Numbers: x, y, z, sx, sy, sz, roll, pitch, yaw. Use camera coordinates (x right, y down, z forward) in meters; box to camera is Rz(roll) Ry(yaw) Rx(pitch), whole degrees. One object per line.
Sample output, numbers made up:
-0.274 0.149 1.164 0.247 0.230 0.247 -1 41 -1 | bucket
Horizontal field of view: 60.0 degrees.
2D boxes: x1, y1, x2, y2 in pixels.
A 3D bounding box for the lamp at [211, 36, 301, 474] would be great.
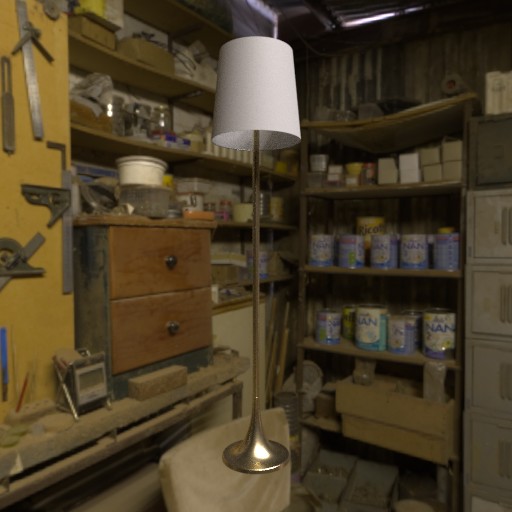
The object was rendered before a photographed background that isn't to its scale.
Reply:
0.000 0.000 1.683 0.337 1.543 0.337 0 1 0 | lamp
